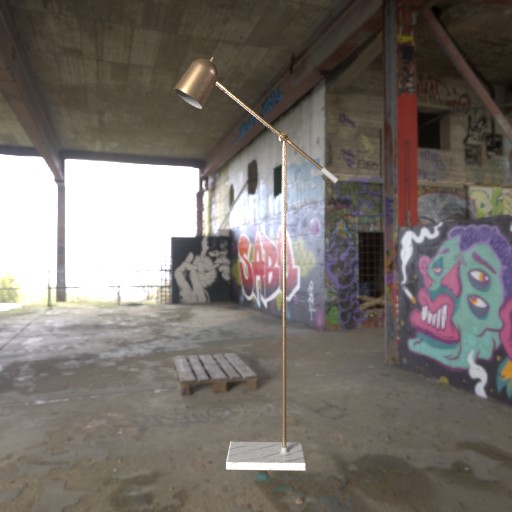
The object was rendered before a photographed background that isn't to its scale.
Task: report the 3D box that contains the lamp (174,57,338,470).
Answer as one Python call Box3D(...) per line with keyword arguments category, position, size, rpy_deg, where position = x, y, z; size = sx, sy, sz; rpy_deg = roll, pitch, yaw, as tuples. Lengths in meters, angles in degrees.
Box3D(category="lamp", position=(0.000, 0.000, 1.758), size=(0.653, 1.594, 0.194), rpy_deg=(0, -1, 2))
